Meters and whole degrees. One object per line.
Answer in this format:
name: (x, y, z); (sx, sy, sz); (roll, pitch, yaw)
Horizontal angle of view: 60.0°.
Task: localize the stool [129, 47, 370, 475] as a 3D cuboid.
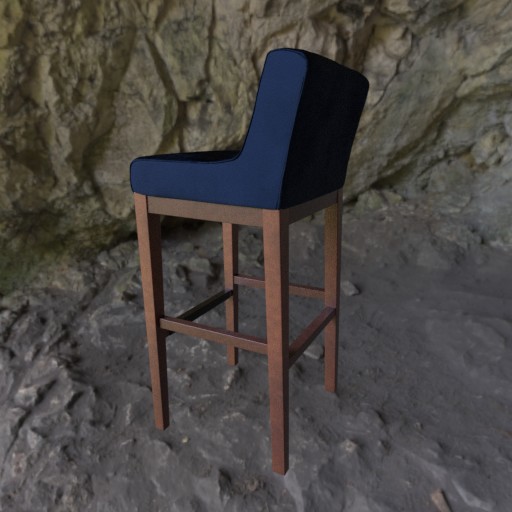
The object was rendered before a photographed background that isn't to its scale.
stool: (0.000, 0.000, 1.308); (0.500, 1.037, 0.511); (8, 18, 26)
